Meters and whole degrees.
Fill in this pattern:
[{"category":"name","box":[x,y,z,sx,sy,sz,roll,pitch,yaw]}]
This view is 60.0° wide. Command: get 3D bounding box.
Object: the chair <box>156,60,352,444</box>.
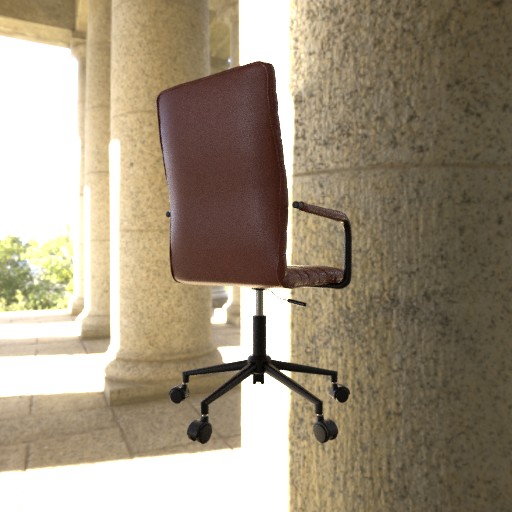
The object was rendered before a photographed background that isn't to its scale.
[{"category":"chair","box":[0.000,0.000,1.380,0.608,0.979,0.580,0,0,36]}]
